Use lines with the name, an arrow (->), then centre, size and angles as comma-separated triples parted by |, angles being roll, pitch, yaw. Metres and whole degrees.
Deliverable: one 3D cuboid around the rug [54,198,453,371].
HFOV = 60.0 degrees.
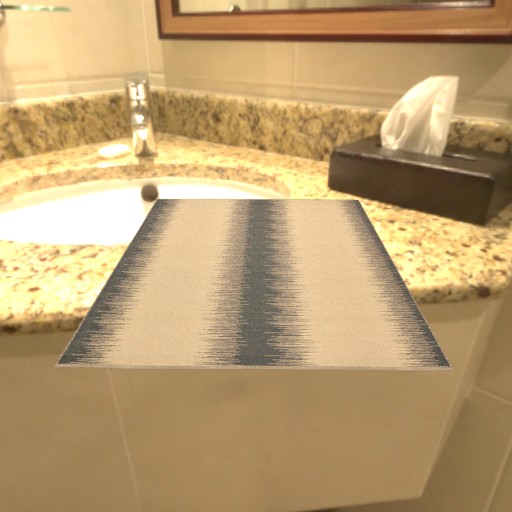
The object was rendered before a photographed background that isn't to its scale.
rug -> 0.000, 0.000, 4.055 | 2.453, 0.004, 3.037 | 0, 27, 1
